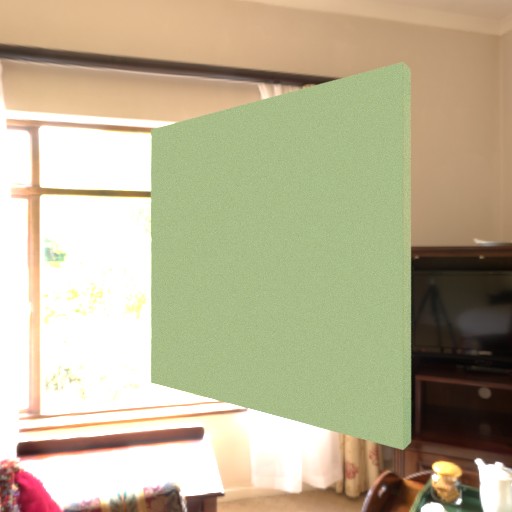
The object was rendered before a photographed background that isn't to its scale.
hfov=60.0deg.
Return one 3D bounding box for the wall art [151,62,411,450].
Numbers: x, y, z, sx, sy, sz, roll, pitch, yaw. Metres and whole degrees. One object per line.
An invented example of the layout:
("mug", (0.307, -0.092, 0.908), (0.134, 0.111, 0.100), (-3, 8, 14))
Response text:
("wall art", (0.000, 0.000, 0.884), (0.603, 0.603, 0.036), (0, 0, 37))
